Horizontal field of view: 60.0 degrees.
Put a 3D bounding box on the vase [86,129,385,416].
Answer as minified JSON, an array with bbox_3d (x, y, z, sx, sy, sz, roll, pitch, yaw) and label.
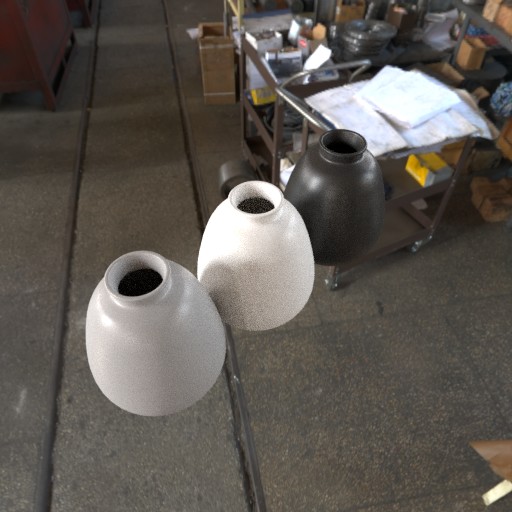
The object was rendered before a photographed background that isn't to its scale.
[{"bbox_3d":[0.000,0.000,0.358,0.297,0.122,0.097,-36,57,-29],"label":"vase"}]
